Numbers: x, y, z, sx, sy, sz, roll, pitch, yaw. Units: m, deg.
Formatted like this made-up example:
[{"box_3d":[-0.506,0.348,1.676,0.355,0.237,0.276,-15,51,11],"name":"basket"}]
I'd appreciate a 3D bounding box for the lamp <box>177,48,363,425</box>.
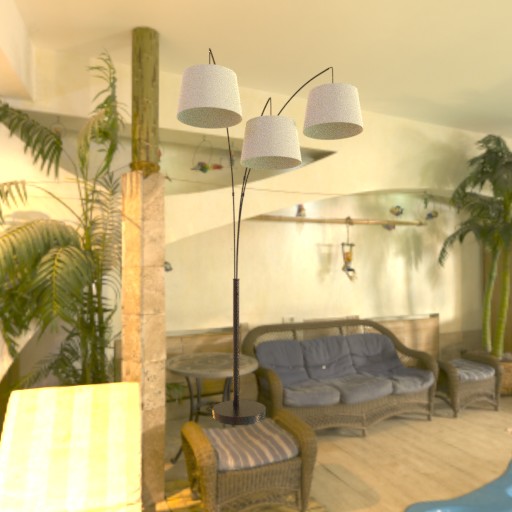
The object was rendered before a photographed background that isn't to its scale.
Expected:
[{"box_3d":[0.000,0.000,2.455,0.951,1.950,0.924,0,-1,-17],"name":"lamp"}]
